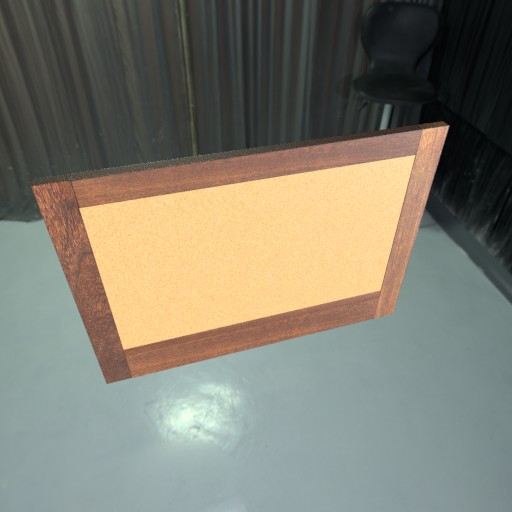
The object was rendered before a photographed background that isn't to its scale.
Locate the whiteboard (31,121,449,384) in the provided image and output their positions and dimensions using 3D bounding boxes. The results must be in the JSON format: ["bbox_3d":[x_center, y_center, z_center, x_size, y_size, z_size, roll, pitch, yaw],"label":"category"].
[{"bbox_3d":[0.000,0.000,1.011,0.783,0.559,0.083,-11,42,-13],"label":"whiteboard"}]
